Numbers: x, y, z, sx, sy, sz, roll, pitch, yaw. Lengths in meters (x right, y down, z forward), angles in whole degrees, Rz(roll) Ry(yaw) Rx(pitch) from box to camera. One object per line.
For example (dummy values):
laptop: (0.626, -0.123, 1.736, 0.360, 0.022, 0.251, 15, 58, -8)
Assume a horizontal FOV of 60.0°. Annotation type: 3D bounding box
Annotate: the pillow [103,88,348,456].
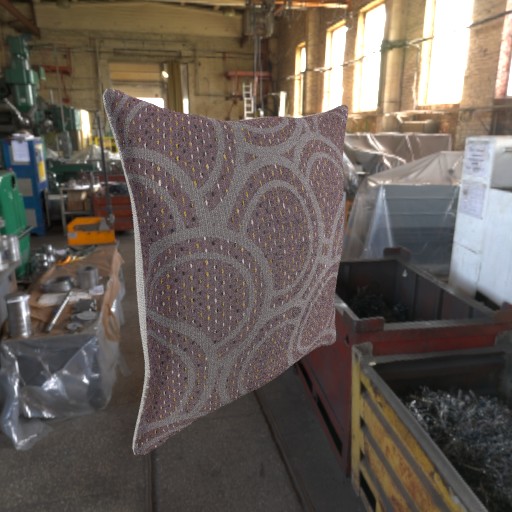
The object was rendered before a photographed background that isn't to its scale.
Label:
pillow: (0.000, 0.000, 0.761, 0.163, 0.513, 0.514, 14, 21, 41)
